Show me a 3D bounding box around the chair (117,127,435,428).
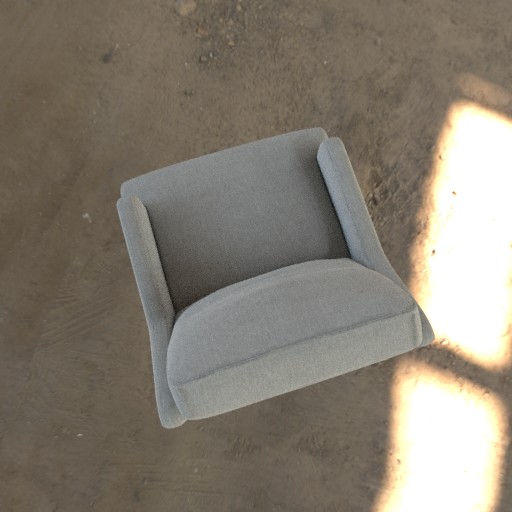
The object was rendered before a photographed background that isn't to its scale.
[{"bbox_3d":[0.000,0.000,1.549,0.826,0.821,0.892,-17,77,-4],"label":"chair"}]
